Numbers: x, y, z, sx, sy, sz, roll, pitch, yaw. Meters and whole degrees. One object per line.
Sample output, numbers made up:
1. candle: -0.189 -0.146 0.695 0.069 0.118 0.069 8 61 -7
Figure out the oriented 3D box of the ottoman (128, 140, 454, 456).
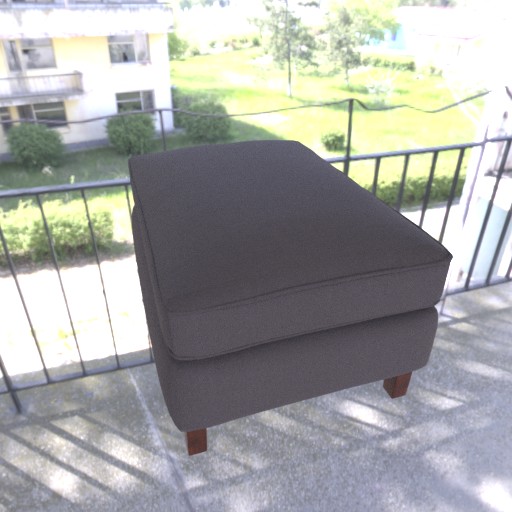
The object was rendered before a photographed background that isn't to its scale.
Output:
1. ottoman: 0.000 0.000 0.980 0.508 0.406 0.686 -9 32 -15
